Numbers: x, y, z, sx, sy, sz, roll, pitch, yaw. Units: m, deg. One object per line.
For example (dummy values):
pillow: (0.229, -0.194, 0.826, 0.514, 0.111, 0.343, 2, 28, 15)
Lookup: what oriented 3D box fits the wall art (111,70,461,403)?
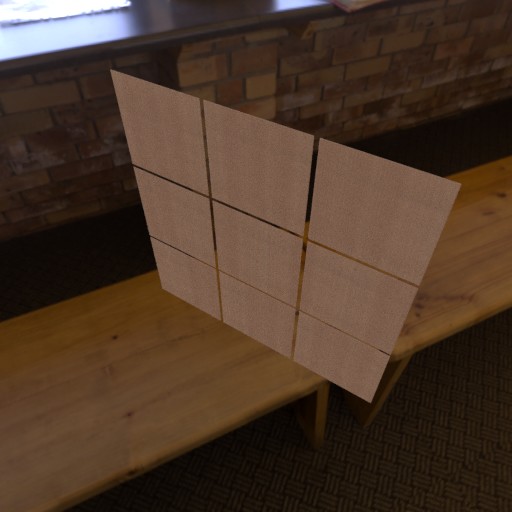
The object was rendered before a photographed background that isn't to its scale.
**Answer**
wall art: (0.000, 0.000, 2.203, 1.517, 1.505, 0.002, 25, 51, 22)
